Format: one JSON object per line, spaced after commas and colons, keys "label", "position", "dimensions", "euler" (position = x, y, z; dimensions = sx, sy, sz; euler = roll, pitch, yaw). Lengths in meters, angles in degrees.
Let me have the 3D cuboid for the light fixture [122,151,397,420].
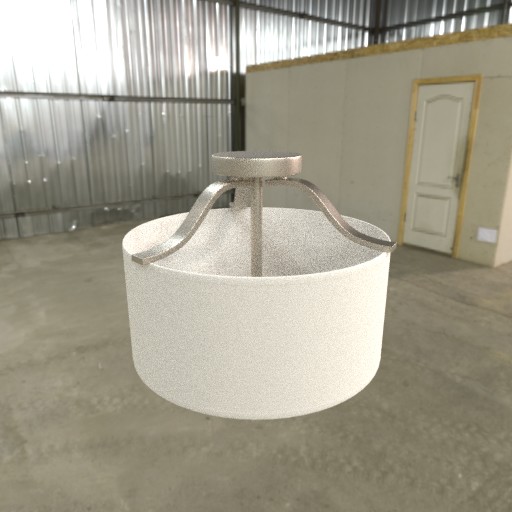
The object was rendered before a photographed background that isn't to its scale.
{"label": "light fixture", "position": [0.000, 0.000, 0.672], "dimensions": [0.395, 0.304, 0.395], "euler": [0, 18, 0]}
